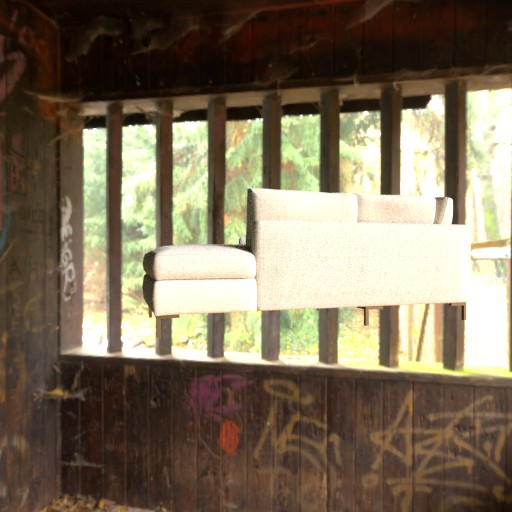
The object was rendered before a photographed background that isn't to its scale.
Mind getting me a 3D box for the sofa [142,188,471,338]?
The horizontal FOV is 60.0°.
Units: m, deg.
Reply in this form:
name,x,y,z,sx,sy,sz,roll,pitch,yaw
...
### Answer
name,x,y,z,sx,sy,sz,roll,pitch,yaw
sofa,0.000,0.000,3.646,1.879,0.756,2.737,0,1,-17
